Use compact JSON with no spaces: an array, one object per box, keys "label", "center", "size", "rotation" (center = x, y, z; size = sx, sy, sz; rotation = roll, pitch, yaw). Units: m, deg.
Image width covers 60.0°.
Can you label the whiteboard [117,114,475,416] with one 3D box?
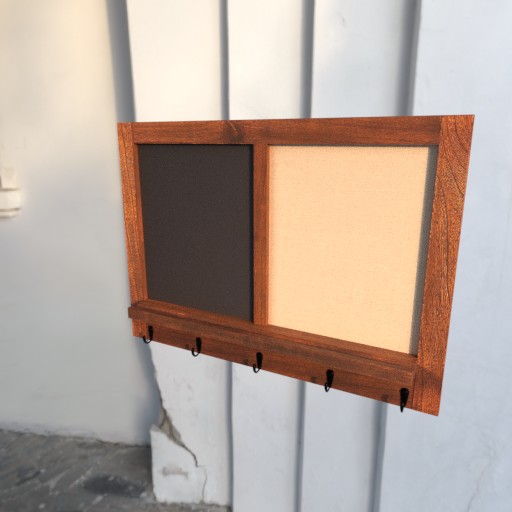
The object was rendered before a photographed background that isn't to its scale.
[{"label":"whiteboard","center":[0.000,0.000,0.936],"size":[0.768,0.553,0.083],"rotation":[8,17,27]}]
